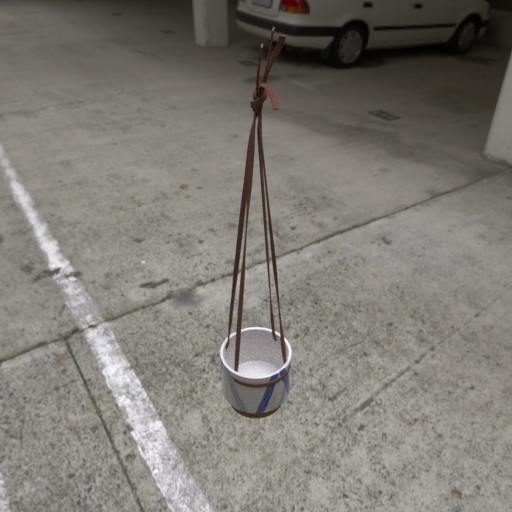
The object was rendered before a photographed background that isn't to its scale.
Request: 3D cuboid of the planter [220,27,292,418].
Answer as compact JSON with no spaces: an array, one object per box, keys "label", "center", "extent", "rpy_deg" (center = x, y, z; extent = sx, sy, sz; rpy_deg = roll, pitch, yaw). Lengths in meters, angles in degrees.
[{"label":"planter","center":[0.000,0.000,0.808],"extent":[0.153,0.753,0.157],"rpy_deg":[-21,38,-29]}]
